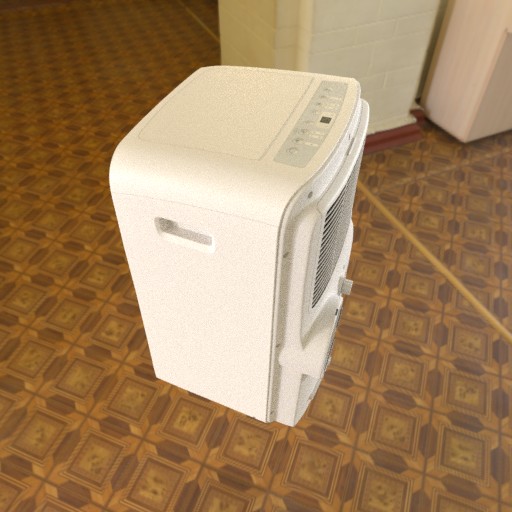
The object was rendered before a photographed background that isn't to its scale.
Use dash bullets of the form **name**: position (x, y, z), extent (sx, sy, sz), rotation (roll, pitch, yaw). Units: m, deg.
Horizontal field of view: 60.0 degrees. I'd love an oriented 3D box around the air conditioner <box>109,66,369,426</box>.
- **air conditioner**: position (0.000, 0.000, 1.061), extent (0.467, 0.765, 0.478), rotation (15, 48, 14)
